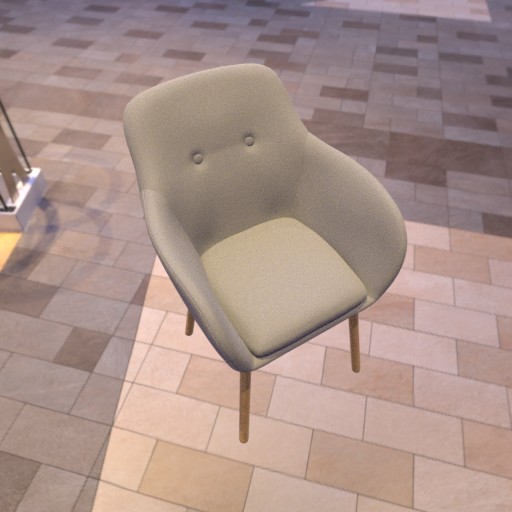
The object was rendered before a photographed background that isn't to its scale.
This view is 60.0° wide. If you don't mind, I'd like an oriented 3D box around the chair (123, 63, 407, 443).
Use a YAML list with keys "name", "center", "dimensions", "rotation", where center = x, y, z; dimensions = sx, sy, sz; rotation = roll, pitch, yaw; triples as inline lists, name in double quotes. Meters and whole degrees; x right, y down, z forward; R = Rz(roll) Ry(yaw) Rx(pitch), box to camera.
- name: "chair"
  center: [0.000, 0.000, 1.246]
  dimensions: [0.570, 0.830, 0.590]
  rotation: [-24, 52, -21]
